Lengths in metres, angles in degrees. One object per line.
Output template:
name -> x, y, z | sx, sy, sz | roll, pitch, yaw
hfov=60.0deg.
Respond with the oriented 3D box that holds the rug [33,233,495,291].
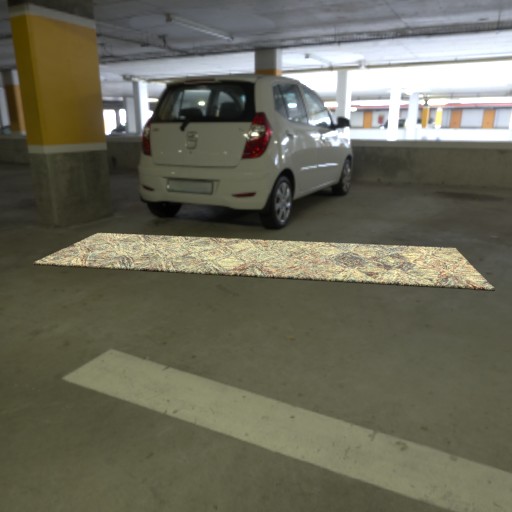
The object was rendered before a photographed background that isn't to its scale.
rug -> 0.000, 0.000, 2.490 | 2.292, 0.015, 0.688 | 3, 17, 9
